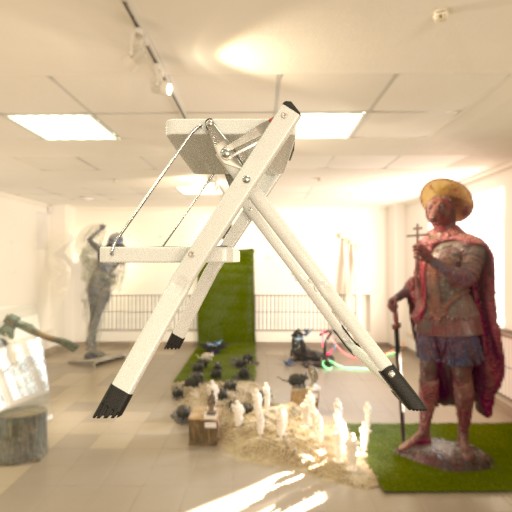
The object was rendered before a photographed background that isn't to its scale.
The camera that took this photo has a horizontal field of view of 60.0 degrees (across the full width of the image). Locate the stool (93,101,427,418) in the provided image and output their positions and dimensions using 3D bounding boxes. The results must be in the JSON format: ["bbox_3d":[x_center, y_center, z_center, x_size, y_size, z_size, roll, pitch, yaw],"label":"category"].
[{"bbox_3d":[0.000,0.000,0.842,0.490,0.445,0.485,0,-1,0],"label":"stool"}]
